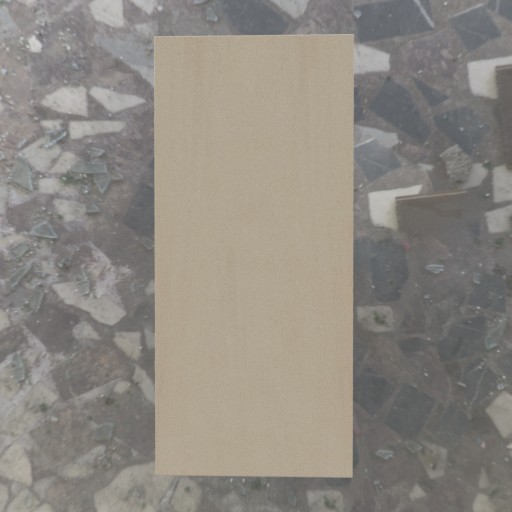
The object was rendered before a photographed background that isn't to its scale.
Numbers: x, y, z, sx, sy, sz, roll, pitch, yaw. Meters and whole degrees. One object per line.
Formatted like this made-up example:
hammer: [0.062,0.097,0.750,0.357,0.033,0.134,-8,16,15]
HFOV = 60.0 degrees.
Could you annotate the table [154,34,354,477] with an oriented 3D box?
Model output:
table: [0.000,0.000,1.261,0.457,0.483,1.016,0,91,1]
